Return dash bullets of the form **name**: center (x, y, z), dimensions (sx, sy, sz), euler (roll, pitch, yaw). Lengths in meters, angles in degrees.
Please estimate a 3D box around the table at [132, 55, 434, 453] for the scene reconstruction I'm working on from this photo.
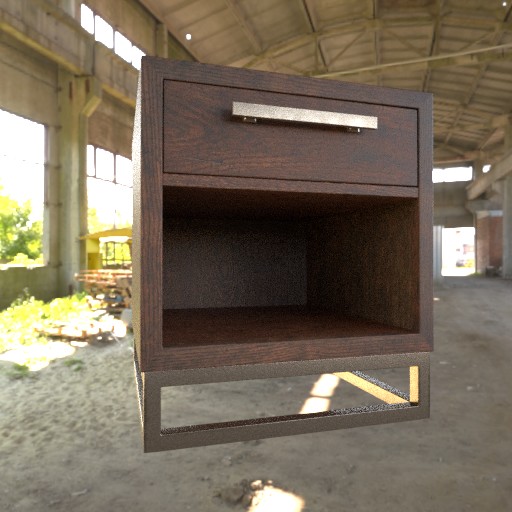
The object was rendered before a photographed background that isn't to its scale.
- **table**: center (0.000, 0.000, 0.961), dimensions (0.506, 0.582, 0.566), euler (0, -1, -17)
